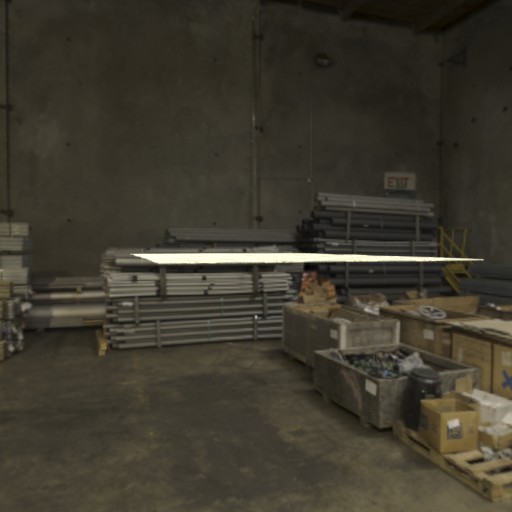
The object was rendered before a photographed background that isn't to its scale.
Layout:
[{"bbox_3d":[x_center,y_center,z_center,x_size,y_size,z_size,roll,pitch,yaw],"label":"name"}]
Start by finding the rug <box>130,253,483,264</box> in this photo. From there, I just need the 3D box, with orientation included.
[{"bbox_3d":[0.000,0.000,2.225,1.148,0.010,1.754,0,1,-18],"label":"rug"}]
